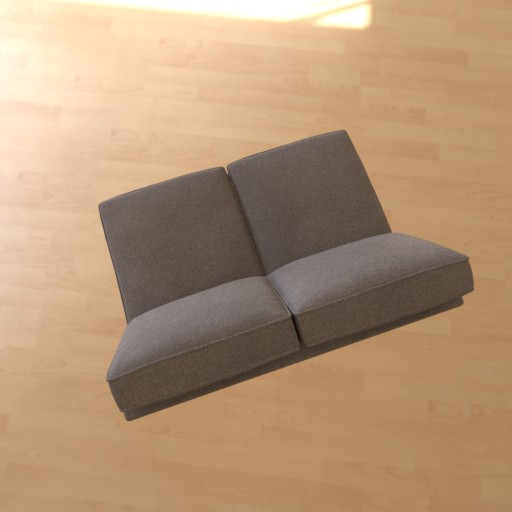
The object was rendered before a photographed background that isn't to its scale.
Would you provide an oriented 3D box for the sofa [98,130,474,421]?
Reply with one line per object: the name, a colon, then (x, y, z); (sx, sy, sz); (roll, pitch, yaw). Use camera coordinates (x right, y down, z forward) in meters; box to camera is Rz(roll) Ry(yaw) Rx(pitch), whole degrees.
sofa: (0.000, 0.000, 1.922); (1.237, 1.008, 0.951); (-18, 76, -4)
